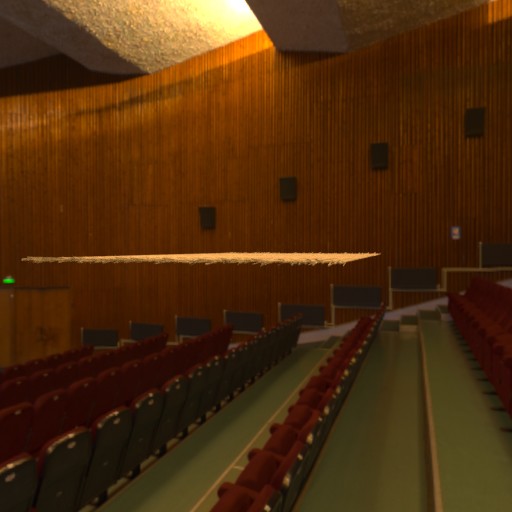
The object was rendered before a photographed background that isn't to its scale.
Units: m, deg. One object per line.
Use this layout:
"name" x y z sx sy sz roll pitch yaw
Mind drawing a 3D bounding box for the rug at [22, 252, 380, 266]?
"rug" 0.000 0.000 2.441 1.224 0.028 2.023 0 1 19
